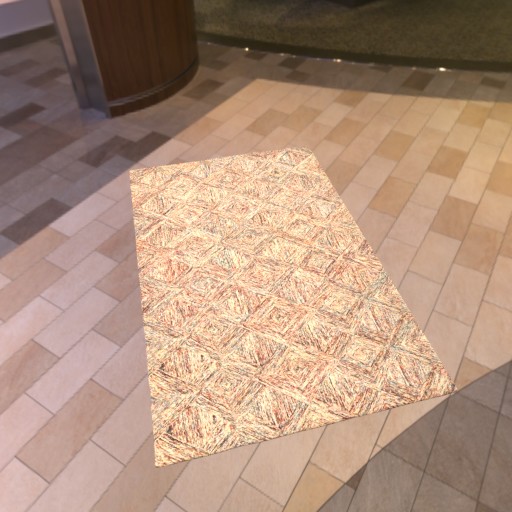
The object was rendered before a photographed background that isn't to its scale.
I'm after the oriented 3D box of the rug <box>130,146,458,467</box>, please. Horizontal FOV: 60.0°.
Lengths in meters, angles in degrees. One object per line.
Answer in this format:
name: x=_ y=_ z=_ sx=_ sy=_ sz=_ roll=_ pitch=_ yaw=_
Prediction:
rug: x=0.000 y=0.000 z=2.177 sx=1.143 sy=0.014 sz=1.761 roll=-10 pitch=47 yaw=-10
